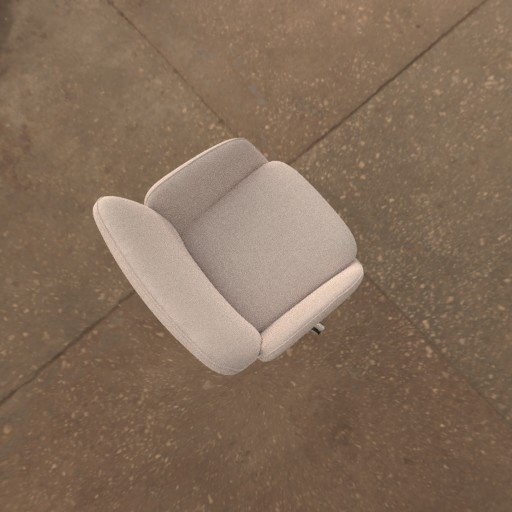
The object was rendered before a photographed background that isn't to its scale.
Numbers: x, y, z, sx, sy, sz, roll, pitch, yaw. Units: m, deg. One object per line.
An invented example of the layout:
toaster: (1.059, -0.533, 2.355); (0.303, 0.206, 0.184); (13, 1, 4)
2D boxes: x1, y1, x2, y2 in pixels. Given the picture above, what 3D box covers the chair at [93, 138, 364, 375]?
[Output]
chair: (0.000, 0.000, 1.406); (0.633, 0.959, 0.648); (-38, 78, -9)
